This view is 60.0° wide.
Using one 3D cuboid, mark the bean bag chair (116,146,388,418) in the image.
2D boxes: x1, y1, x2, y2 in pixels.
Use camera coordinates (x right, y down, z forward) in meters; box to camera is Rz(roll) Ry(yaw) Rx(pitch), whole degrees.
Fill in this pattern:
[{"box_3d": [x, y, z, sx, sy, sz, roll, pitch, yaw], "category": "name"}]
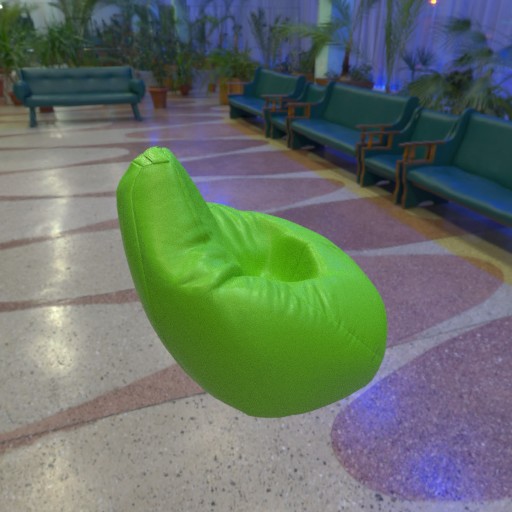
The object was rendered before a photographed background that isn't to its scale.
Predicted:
[{"box_3d": [0.000, 0.000, 1.900, 1.070, 0.990, 1.070, -9, 29, -17], "category": "bean bag chair"}]
